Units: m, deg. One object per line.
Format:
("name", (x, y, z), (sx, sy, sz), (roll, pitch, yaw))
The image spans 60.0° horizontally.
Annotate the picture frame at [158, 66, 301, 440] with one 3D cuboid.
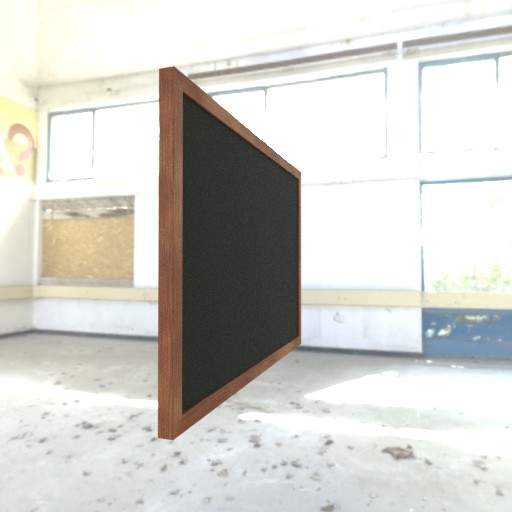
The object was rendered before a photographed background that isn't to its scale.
("picture frame", (0.000, 0.000, 1.211), (0.029, 0.640, 0.950), (0, -1, 19))
